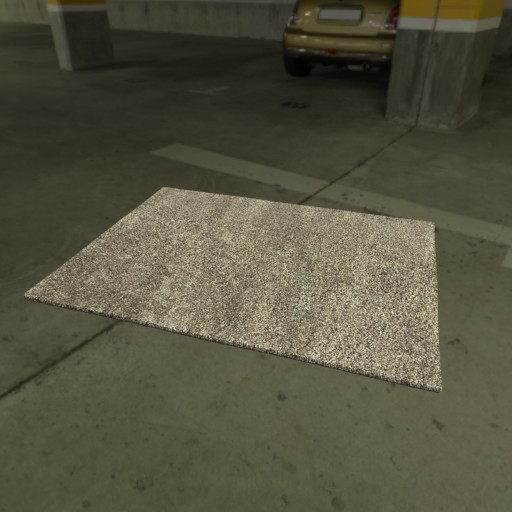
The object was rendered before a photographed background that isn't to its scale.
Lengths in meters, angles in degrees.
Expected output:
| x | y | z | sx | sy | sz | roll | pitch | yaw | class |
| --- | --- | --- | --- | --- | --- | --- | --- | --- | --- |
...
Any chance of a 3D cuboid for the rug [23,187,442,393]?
| x | y | z | sx | sy | sz | roll | pitch | yaw | class |
| --- | --- | --- | --- | --- | --- | --- | --- | --- | --- |
| 0.000 | 0.000 | 2.076 | 1.601 | 0.025 | 1.198 | 9 | 32 | 15 | rug |
